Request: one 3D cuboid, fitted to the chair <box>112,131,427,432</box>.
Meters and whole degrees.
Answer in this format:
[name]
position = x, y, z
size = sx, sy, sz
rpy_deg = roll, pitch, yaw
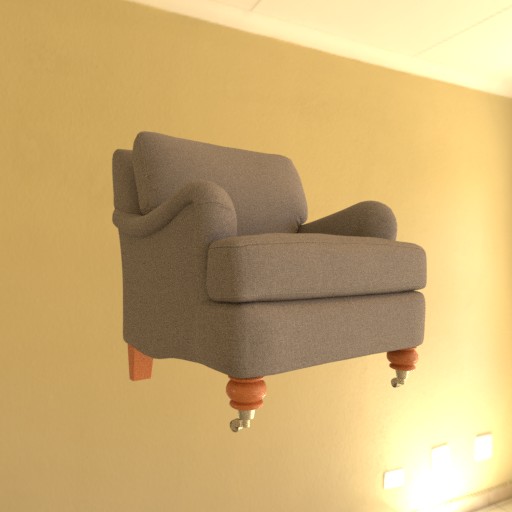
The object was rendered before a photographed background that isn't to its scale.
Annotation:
[chair]
position = 0.000, 0.000, 1.848
size = 0.955, 1.038, 1.070
rpy_deg = 0, -1, -36
